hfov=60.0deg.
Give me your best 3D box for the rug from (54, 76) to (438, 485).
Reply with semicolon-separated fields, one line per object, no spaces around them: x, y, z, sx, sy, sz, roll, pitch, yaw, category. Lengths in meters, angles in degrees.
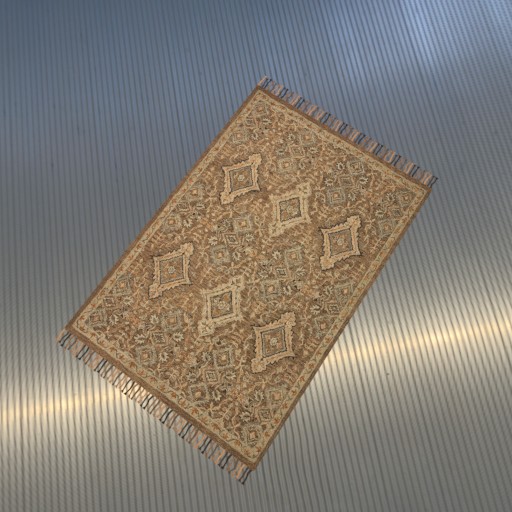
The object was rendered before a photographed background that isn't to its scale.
0.000;0.000;3.033;1.516;0.010;2.434;34;78;8;rug
